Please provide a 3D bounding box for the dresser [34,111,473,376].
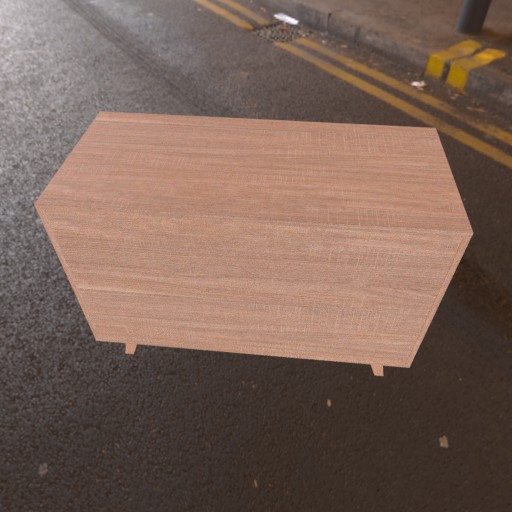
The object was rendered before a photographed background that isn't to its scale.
[{"bbox_3d":[0.000,0.000,1.566,1.110,0.780,0.500,4,46,4],"label":"dresser"}]
